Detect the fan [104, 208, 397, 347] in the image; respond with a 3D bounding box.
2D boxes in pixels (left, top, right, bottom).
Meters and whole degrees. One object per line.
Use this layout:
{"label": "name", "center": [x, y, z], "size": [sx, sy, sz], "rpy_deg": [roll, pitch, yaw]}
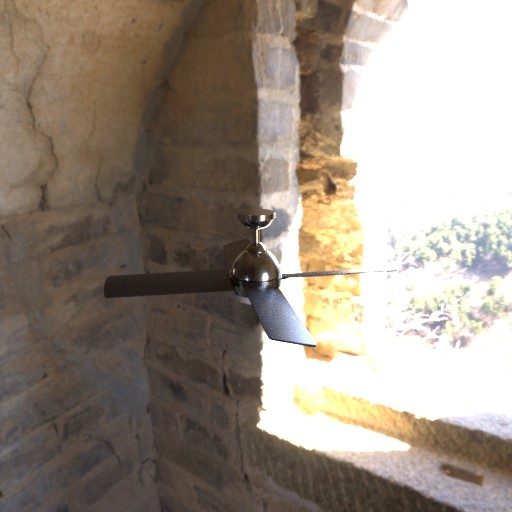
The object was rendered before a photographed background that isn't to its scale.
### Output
{"label": "fan", "center": [0.000, 0.000, 2.004], "size": [1.332, 0.403, 1.332], "rpy_deg": [-3, 16, -10]}
